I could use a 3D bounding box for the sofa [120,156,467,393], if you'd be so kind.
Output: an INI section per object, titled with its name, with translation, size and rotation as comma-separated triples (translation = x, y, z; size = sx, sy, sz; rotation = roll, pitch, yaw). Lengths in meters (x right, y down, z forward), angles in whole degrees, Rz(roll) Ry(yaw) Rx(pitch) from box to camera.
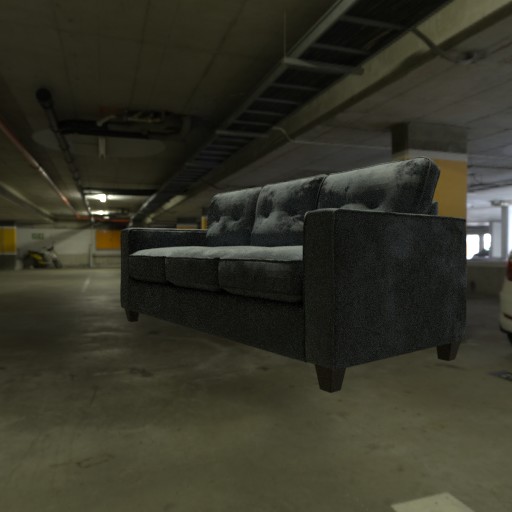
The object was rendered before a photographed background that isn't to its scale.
[sofa]
translation = 0.000, 0.000, 2.656
size = 0.939, 0.965, 2.133
rotation = -1, 1, -37
